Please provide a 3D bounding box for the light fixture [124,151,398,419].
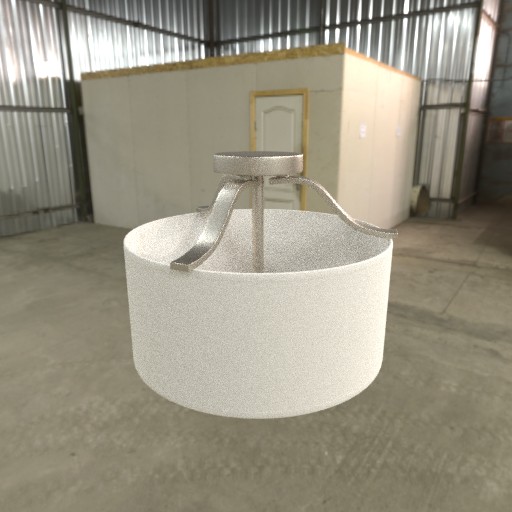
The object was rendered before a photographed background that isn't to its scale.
[{"bbox_3d":[0.000,0.000,0.670,0.395,0.304,0.395,0,16,0],"label":"light fixture"}]
